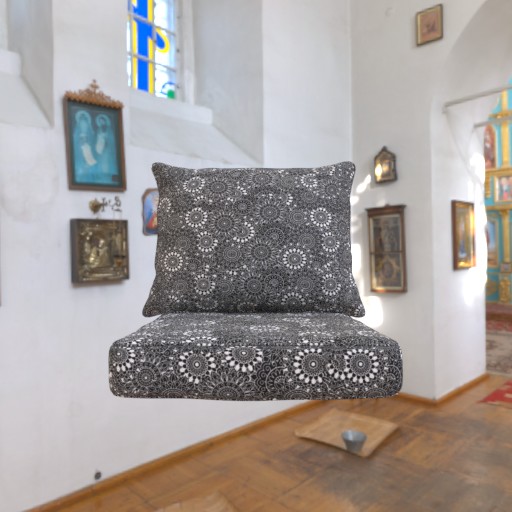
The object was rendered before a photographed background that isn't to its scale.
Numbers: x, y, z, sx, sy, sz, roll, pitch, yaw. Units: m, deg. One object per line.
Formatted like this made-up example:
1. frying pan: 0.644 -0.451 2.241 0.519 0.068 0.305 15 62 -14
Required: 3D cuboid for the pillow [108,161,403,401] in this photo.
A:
1. pillow: 0.000 0.000 1.374 0.798 0.722 0.740 0 -1 0
